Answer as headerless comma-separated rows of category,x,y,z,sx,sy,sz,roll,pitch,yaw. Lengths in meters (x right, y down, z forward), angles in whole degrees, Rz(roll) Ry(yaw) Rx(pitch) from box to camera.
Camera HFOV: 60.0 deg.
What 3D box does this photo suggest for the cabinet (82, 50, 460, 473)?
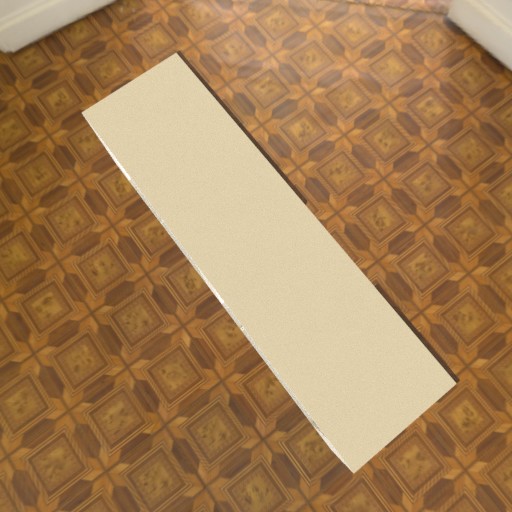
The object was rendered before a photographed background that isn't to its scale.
cabinet,0.000,0.000,1.734,0.431,0.533,1.499,-37,78,-9
